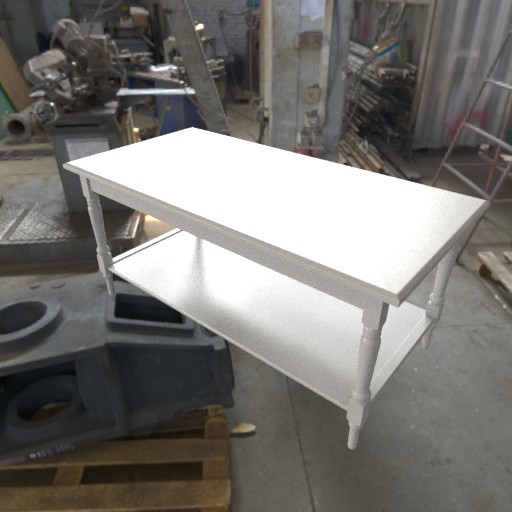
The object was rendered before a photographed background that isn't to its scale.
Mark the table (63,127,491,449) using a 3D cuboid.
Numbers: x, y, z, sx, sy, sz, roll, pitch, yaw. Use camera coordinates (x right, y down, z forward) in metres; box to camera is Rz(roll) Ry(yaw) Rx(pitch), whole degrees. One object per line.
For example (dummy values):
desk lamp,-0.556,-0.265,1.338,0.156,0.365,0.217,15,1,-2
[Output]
table,0.000,0.000,1.387,1.109,0.506,0.551,23,38,33
